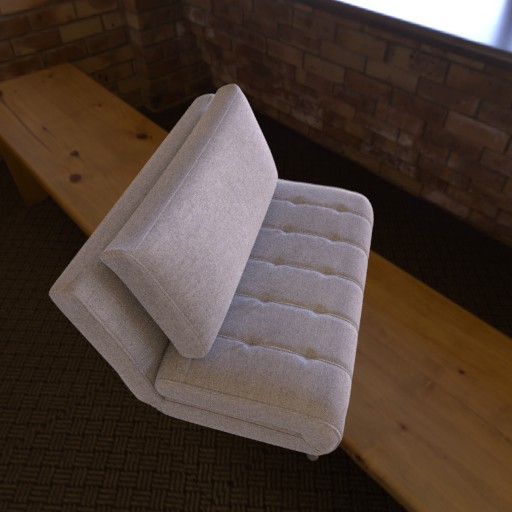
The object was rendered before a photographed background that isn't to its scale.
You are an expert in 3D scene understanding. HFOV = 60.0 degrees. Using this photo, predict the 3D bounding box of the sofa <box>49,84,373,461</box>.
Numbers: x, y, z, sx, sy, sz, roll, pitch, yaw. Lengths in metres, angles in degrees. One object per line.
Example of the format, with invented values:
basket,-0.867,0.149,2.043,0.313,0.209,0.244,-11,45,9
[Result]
sofa,0.000,0.000,1.811,0.910,0.910,1.220,11,47,10
